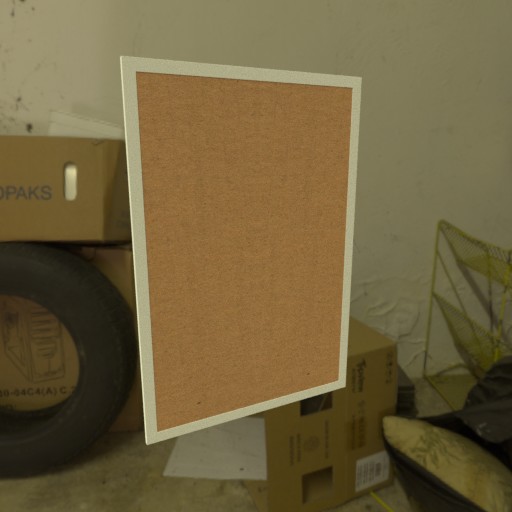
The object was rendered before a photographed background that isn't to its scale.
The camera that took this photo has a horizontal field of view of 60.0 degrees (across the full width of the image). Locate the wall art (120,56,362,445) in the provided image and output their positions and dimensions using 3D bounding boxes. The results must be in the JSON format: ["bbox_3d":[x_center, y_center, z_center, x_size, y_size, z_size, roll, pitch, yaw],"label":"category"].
[{"bbox_3d":[0.000,0.000,1.223,0.660,0.965,0.015,-7,15,-26],"label":"wall art"}]
